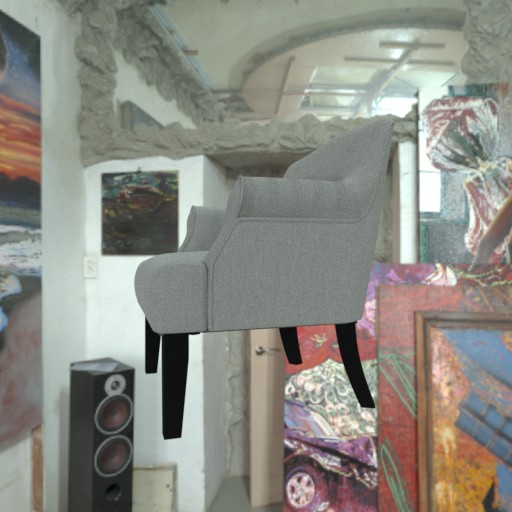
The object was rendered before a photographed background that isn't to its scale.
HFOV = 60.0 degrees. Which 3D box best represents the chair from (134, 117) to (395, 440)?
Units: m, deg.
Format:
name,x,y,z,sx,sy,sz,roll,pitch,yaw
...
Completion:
name,x,y,z,sx,sy,sz,roll,pitch,yaw
chair,0.000,0.000,1.479,0.755,0.880,0.772,0,0,-18
